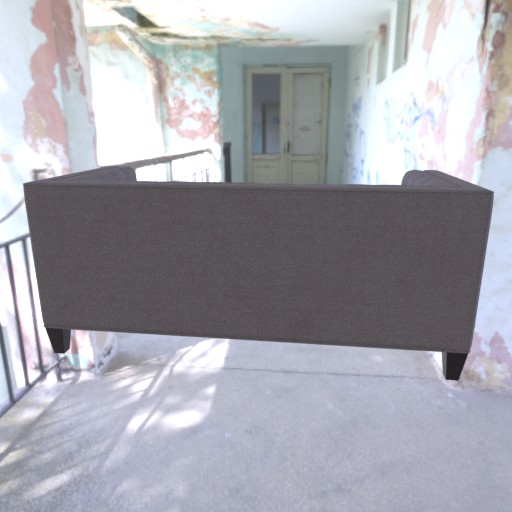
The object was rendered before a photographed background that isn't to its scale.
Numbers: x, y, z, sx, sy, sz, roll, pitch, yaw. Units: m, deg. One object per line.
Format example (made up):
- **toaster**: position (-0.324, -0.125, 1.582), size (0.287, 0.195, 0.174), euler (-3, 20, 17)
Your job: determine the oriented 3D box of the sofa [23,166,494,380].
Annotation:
- **sofa**: position (0.000, 0.000, 2.111), size (1.778, 0.762, 0.775), euler (2, 17, 7)
